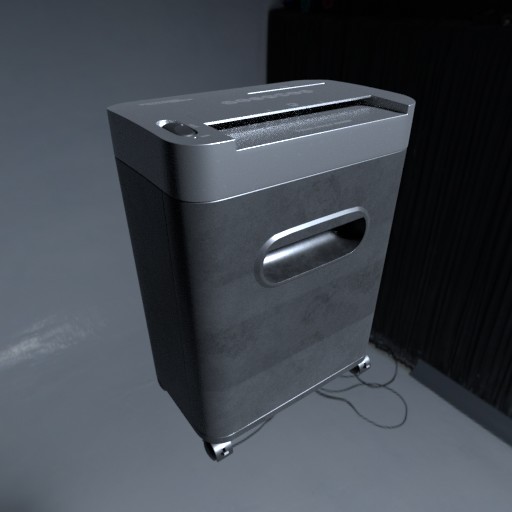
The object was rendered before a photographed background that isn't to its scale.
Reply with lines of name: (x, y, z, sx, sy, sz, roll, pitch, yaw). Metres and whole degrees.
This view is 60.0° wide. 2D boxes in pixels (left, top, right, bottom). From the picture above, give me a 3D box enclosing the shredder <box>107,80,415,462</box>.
shredder: (0.000, 0.000, 0.606, 0.311, 0.419, 0.237, -20, 36, -30)
